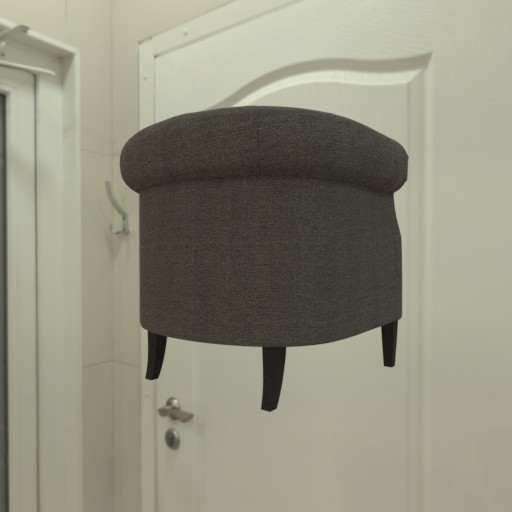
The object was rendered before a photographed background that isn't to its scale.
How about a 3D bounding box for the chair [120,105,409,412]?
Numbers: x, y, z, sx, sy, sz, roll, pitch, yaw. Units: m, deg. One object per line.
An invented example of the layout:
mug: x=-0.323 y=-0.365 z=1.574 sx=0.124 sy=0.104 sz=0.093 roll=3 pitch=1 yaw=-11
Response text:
chair: x=0.000 y=0.000 z=1.561 sx=0.905 sy=0.827 sz=0.852 roll=1 pitch=1 yaw=37
